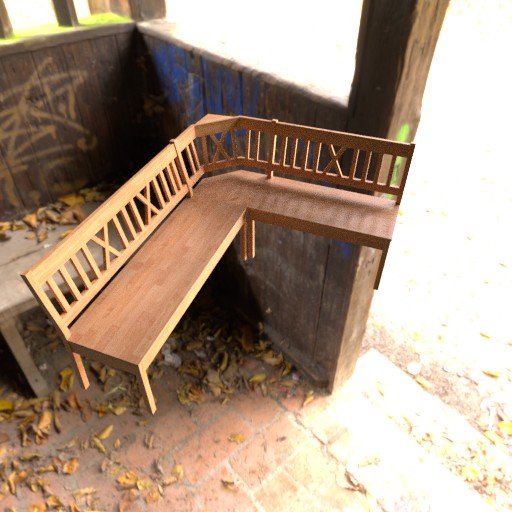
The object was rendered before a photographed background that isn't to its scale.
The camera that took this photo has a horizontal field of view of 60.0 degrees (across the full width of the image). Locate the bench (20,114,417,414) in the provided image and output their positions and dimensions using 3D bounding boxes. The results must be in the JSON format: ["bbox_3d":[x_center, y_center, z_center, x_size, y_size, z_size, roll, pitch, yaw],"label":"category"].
[{"bbox_3d":[0.000,0.000,2.762,1.537,0.902,1.937,14,43,16],"label":"bench"}]
